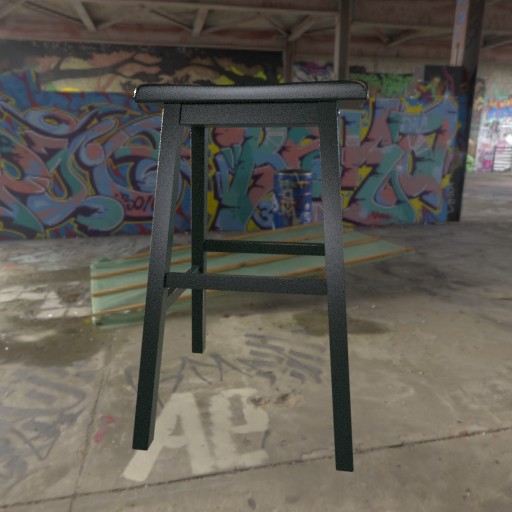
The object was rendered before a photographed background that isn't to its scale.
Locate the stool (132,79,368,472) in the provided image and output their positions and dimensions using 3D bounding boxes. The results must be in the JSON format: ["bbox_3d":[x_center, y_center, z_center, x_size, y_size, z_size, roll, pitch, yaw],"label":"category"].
[{"bbox_3d":[0.000,0.000,1.036,0.457,0.737,0.476,2,15,8],"label":"stool"}]
